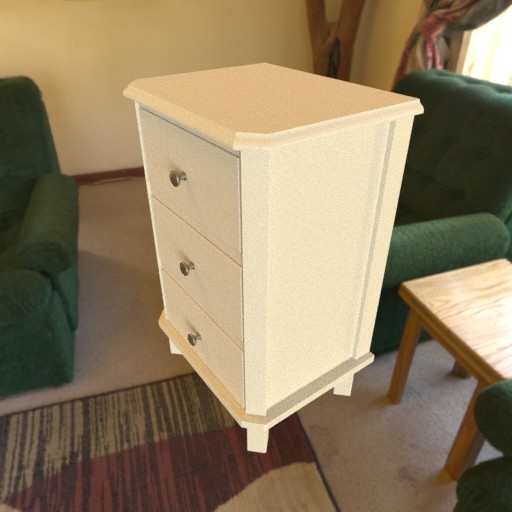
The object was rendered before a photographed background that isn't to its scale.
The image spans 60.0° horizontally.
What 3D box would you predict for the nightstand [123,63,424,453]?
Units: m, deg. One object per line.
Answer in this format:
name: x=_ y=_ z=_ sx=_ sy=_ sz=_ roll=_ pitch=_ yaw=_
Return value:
nightstand: x=0.000 y=0.000 z=0.948 sx=0.351 sy=0.681 sz=0.435 roll=-22 pitch=39 yaw=-30
